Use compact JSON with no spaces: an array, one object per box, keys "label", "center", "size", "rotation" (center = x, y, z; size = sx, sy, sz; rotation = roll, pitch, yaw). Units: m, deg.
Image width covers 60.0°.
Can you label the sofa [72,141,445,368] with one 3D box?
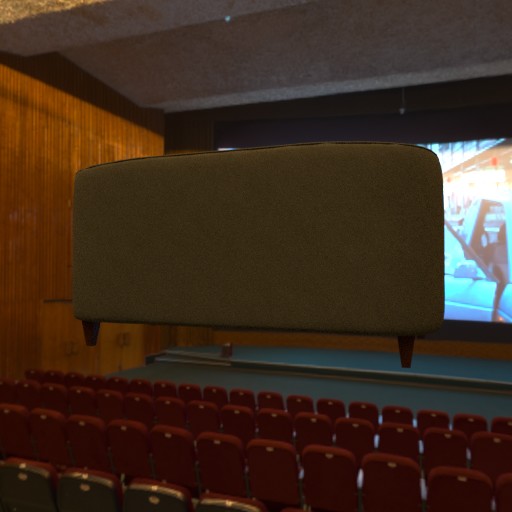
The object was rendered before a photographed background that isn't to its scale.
[{"label":"sofa","center":[0.000,0.000,2.229],"size":[1.733,0.855,0.941],"rotation":[0,-1,18]}]
